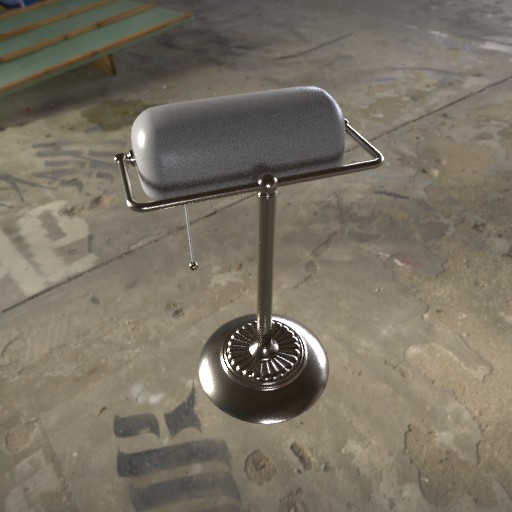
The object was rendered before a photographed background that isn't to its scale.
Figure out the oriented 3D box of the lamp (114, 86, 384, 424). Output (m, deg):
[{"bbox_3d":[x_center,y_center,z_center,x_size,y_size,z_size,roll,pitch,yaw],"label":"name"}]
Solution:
[{"bbox_3d":[0.000,0.000,0.520,0.264,0.339,0.243,-13,43,-14],"label":"lamp"}]
